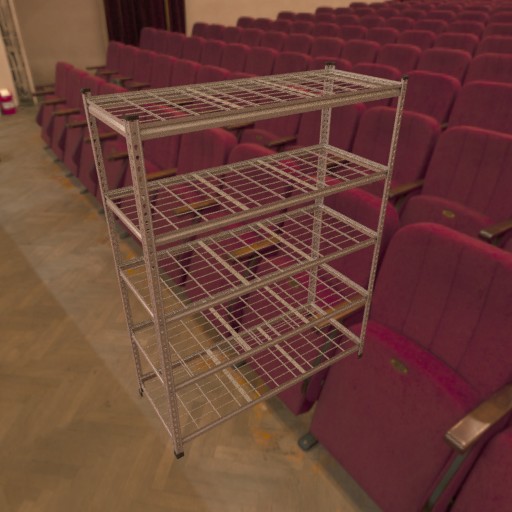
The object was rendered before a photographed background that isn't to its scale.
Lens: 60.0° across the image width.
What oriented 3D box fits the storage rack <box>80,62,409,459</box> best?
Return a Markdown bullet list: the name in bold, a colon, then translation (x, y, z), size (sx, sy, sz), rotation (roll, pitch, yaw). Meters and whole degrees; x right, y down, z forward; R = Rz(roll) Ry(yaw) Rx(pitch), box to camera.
- **storage rack**: translation (0.000, 0.000, 2.672), size (1.524, 1.981, 0.610), rotation (-19, 36, -28)
